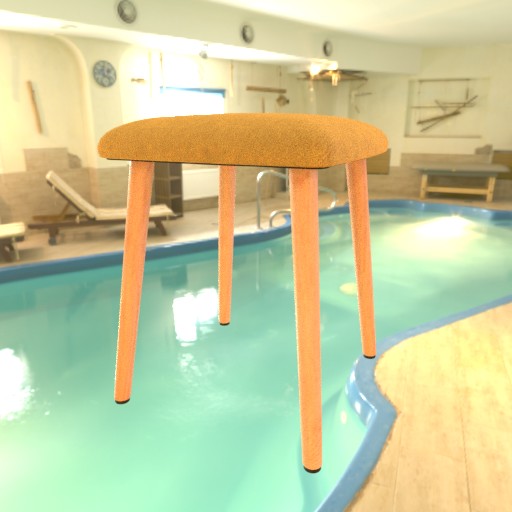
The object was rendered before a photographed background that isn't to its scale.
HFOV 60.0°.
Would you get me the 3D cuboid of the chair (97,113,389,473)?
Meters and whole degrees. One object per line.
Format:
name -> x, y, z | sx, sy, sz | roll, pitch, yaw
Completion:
chair -> 0.000, 0.000, 0.718 | 0.350, 0.440, 0.350 | 8, 18, 26
